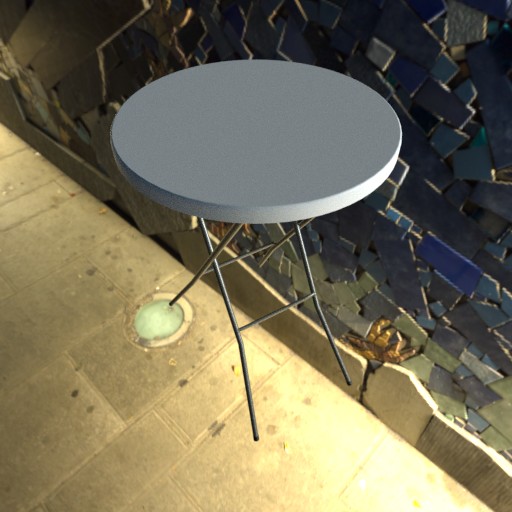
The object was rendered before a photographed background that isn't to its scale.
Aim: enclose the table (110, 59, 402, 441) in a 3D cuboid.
[{"bbox_3d":[0.000,0.000,1.624,0.792,1.105,0.795,-23,50,-21],"label":"table"}]
